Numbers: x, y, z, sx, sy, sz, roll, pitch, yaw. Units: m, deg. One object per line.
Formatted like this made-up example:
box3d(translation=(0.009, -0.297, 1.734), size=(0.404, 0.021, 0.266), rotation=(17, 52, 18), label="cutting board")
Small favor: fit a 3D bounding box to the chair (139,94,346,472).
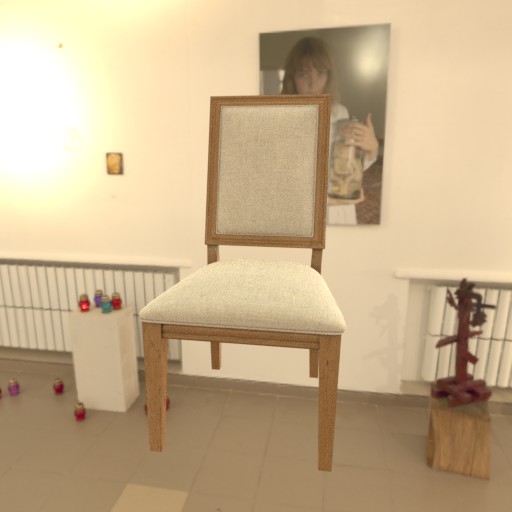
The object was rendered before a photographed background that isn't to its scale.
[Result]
box3d(translation=(0.000, 0.000, 1.359), size=(0.536, 0.988, 0.601), rotation=(2, 14, 9), label="chair")
